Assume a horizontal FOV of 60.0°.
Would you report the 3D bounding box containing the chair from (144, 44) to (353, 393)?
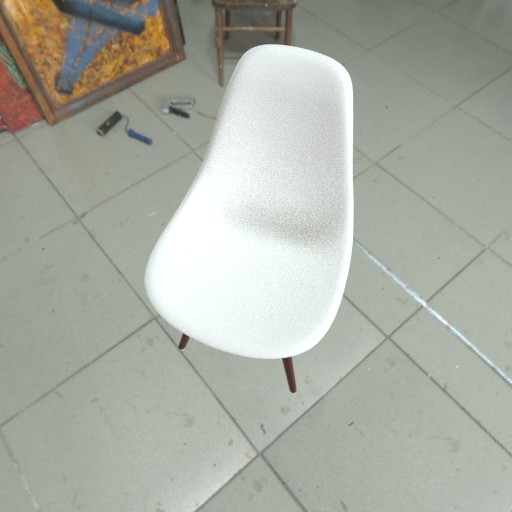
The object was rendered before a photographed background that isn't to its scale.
[{"bbox_3d":[0.000,0.000,1.133,0.470,0.826,0.533,18,60,11],"label":"chair"}]
